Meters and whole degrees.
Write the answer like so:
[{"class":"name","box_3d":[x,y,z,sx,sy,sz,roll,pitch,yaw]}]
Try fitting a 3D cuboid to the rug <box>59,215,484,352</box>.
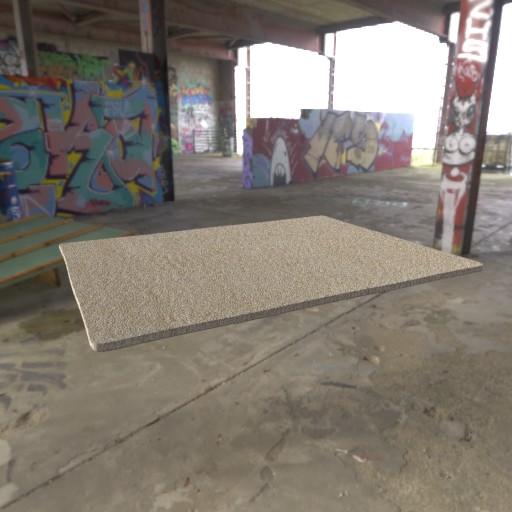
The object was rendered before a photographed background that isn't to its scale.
[{"class":"rug","box_3d":[0.000,0.000,2.051,1.600,0.027,1.200,-8,18,-26]}]
